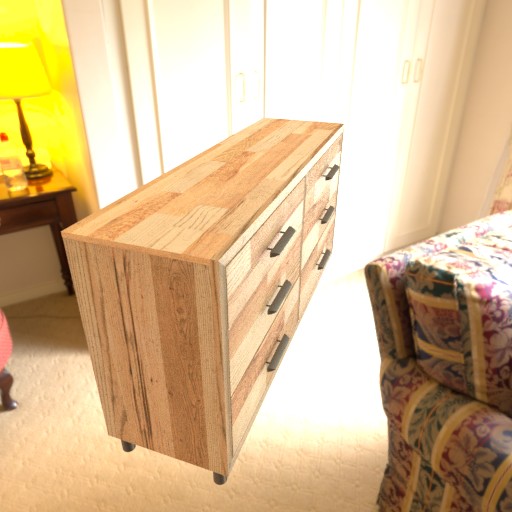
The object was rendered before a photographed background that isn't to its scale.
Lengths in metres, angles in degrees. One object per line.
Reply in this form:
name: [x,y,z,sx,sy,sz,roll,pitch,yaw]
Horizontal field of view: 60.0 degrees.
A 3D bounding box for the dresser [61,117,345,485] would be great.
dresser: [0.000,0.000,1.891,0.487,0.834,1.547,10,30,18]
